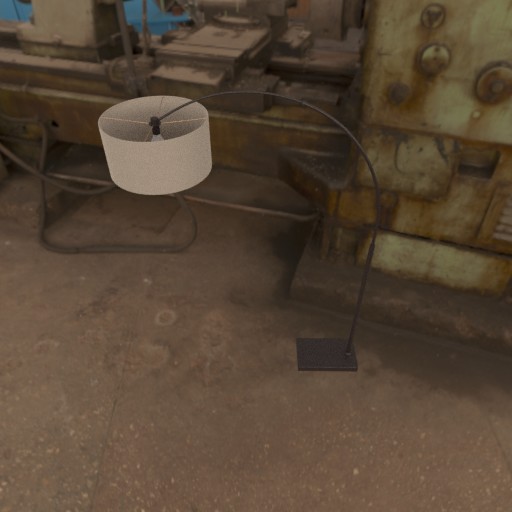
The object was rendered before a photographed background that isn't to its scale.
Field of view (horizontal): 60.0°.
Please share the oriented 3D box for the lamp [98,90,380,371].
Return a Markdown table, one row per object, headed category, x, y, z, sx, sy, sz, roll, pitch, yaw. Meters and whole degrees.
| category | x | y | z | sx | sy | sz | roll | pitch | yaw |
| --- | --- | --- | --- | --- | --- | --- | --- | --- | --- |
| lamp | 0.000 | 0.000 | 2.575 | 1.424 | 1.927 | 0.493 | 1 | 41 | 1 |
